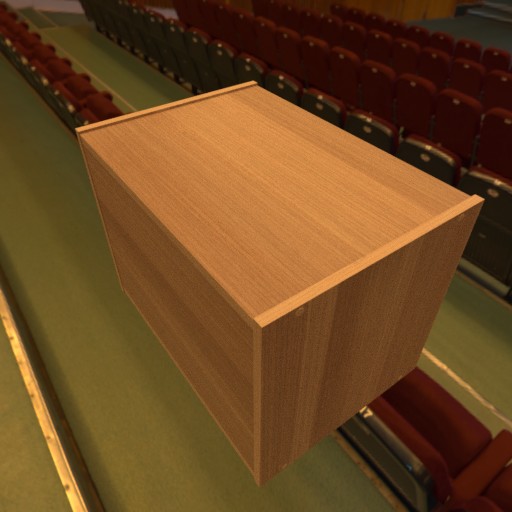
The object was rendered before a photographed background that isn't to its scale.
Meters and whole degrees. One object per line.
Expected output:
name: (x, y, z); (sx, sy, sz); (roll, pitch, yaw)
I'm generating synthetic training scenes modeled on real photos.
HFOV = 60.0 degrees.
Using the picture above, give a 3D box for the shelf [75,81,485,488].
shelf: (0.000, 0.000, 0.626); (0.290, 0.305, 0.415); (-26, 48, -26)
